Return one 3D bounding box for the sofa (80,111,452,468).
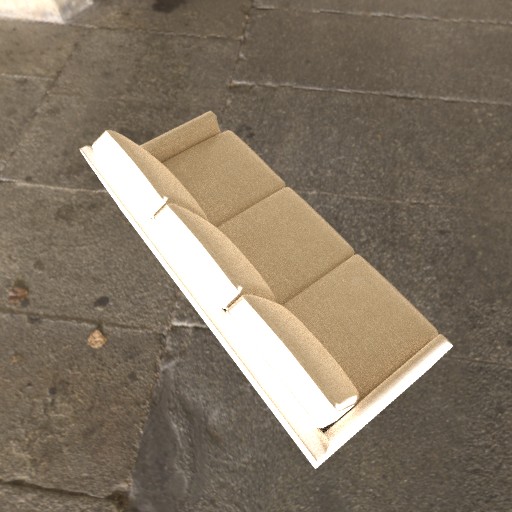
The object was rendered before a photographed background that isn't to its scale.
[{"bbox_3d":[0.000,0.000,2.699,1.041,0.940,2.210,-33,64,-18],"label":"sofa"}]
